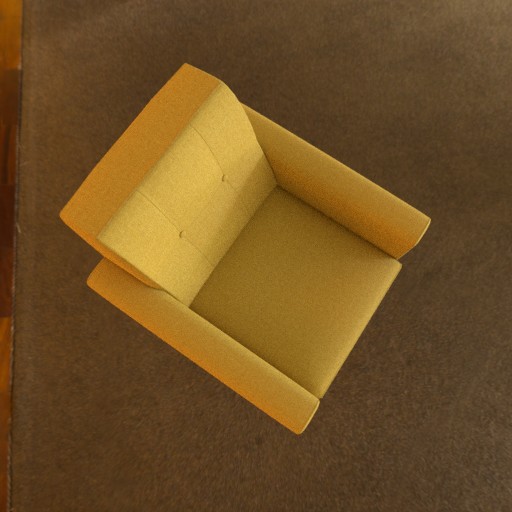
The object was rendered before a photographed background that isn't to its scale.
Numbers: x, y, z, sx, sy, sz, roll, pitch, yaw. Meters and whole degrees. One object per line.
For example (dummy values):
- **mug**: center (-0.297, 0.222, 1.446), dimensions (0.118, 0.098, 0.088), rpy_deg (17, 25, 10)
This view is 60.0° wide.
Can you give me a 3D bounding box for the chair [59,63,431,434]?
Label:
- **chair**: center (0.000, 0.000, 1.562), dimensions (0.909, 0.841, 0.831), rpy_deg (33, 78, 8)
